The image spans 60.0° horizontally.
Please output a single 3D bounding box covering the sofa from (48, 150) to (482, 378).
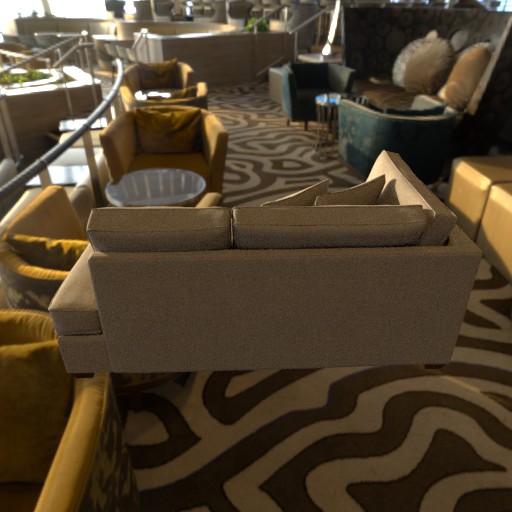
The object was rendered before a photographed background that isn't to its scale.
[{"bbox_3d":[0.000,0.000,2.787,2.238,1.019,1.110,-1,31,-2],"label":"sofa"}]
